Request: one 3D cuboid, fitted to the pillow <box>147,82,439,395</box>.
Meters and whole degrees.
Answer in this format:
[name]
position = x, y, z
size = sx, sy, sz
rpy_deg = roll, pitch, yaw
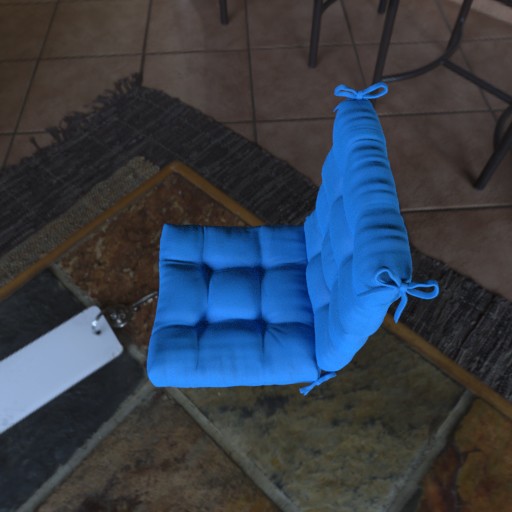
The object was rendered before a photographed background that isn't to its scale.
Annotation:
[pillow]
position = 0.000, 0.000, 1.048
size = 0.571, 0.605, 0.519
rpy_deg = -1, 59, -1
